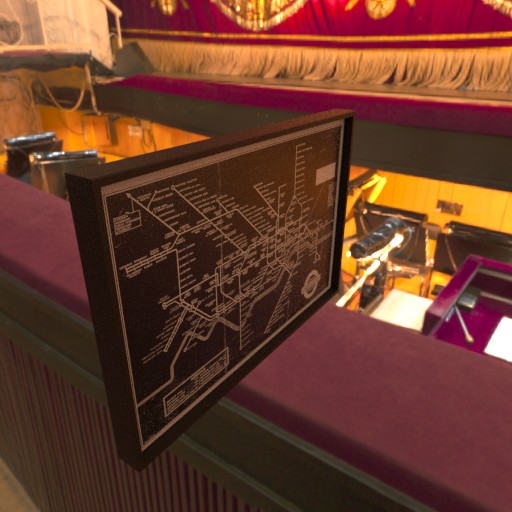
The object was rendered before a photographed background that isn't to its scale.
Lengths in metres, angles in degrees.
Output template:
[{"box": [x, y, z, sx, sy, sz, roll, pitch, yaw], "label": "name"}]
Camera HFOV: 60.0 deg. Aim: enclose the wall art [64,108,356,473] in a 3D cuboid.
[{"box": [0.000, 0.000, 0.831, 0.051, 0.456, 0.671, 17, 31, 32], "label": "wall art"}]
